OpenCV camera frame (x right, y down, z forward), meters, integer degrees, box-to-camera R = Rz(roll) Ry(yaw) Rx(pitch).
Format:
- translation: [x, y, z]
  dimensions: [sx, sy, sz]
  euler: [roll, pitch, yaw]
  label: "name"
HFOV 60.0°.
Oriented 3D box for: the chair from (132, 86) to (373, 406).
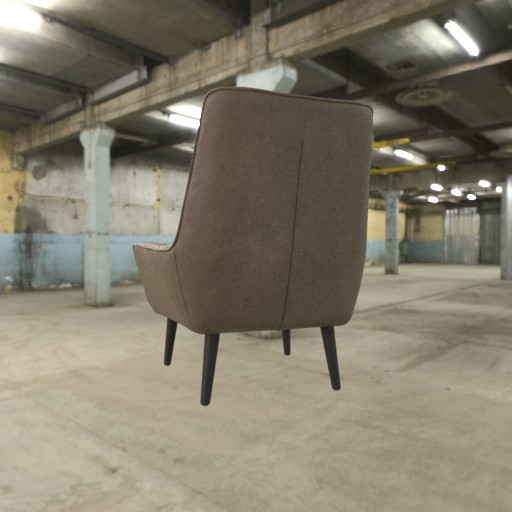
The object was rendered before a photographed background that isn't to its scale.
- translation: [0.000, 0.000, 1.554]
  dimensions: [0.787, 0.888, 0.824]
  euler: [0, 1, -19]
  label: "chair"
